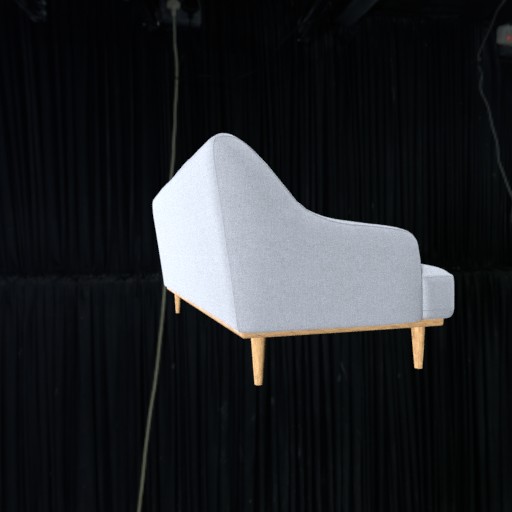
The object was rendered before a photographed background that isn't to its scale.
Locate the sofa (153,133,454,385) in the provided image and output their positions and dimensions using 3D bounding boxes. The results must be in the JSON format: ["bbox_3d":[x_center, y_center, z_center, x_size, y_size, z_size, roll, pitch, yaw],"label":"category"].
[{"bbox_3d":[0.000,0.000,2.528,0.978,0.871,2.057,0,1,-19],"label":"sofa"}]
